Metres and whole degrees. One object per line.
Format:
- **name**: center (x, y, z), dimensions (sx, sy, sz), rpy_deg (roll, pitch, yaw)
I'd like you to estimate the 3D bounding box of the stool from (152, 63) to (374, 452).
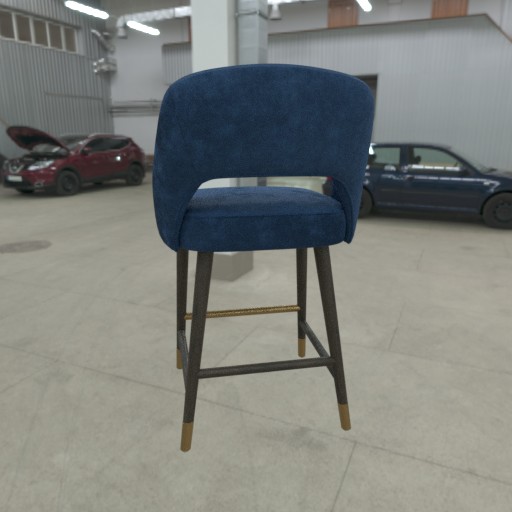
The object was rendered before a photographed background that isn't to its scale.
- **stool**: center (0.000, 0.000, 1.233), dimensions (0.536, 0.925, 0.524), rpy_deg (-3, 16, -11)
